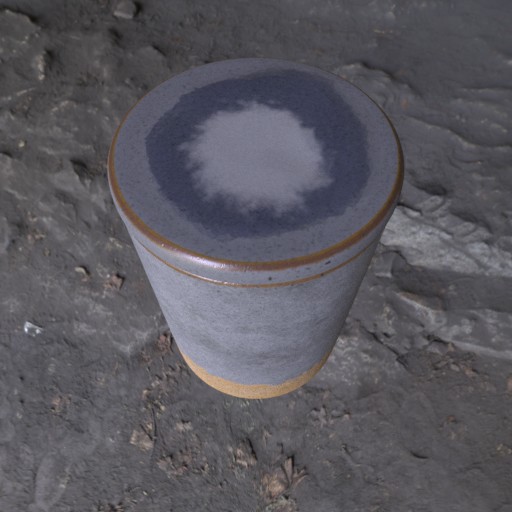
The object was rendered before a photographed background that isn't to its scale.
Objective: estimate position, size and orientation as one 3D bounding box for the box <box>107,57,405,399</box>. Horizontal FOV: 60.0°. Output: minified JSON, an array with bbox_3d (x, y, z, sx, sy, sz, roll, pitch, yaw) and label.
[{"bbox_3d":[0.000,0.000,0.245,0.118,0.168,0.118,0,58,0],"label":"box"}]
